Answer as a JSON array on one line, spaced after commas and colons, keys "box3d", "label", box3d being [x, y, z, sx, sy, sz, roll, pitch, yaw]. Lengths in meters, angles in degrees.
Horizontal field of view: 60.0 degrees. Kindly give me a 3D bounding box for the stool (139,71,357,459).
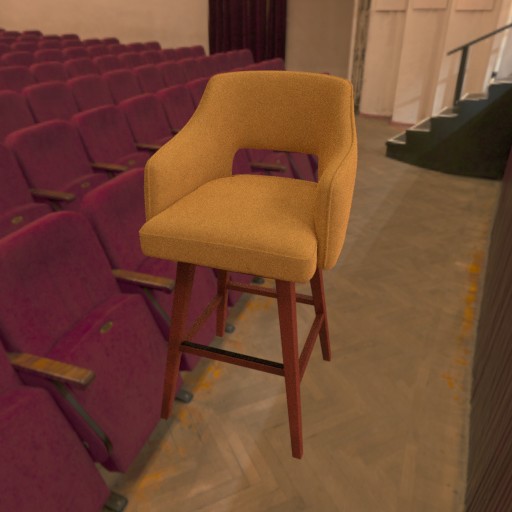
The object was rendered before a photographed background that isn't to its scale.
[{"box3d": [0.000, 0.000, 1.369, 0.548, 1.012, 0.558, 9, 29, 17], "label": "stool"}]
